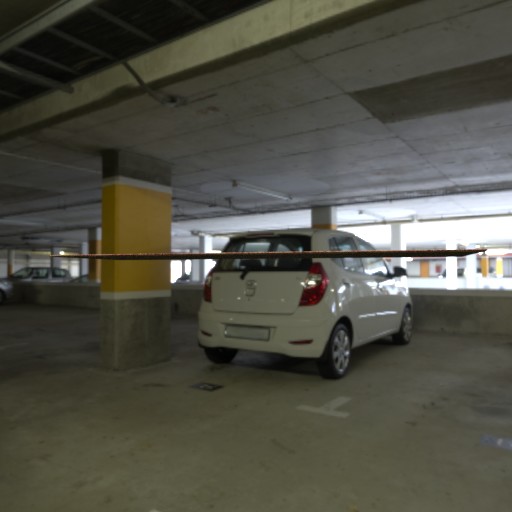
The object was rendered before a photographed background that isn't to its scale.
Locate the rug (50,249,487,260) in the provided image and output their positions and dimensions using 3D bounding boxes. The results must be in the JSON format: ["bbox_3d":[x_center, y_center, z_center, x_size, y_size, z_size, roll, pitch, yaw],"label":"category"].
[{"bbox_3d":[0.000,0.000,2.732,2.435,0.011,0.750,-1,-2,17],"label":"rug"}]
